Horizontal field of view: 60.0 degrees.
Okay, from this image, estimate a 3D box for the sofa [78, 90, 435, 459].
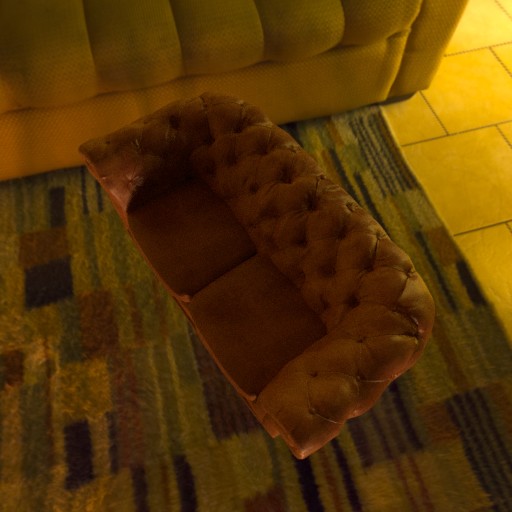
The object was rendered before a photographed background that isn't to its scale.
[{"bbox_3d":[0.000,0.000,2.529,1.042,0.877,1.979,-33,67,-16],"label":"sofa"}]
